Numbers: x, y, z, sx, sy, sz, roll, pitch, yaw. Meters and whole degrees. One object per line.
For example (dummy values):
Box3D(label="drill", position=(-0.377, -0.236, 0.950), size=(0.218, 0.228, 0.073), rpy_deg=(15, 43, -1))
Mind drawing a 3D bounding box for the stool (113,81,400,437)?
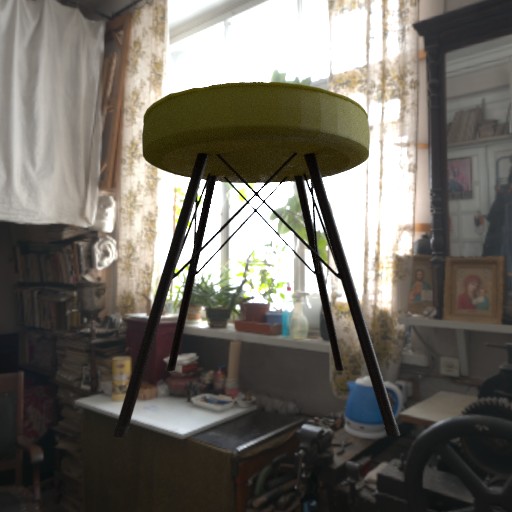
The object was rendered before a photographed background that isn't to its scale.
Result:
Box3D(label="stool", position=(0.000, 0.000, 0.817), size=(0.409, 0.508, 0.409), rpy_deg=(0, -1, 0))
